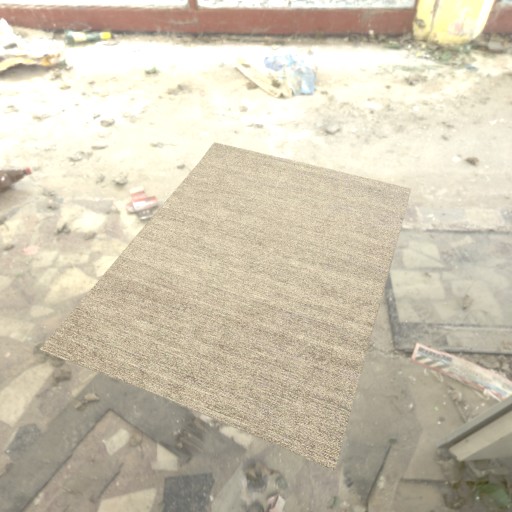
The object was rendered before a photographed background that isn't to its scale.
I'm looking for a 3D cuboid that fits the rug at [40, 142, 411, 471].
[{"bbox_3d":[0.000,0.000,4.224,2.434,0.045,3.202,17,50,15],"label":"rug"}]
